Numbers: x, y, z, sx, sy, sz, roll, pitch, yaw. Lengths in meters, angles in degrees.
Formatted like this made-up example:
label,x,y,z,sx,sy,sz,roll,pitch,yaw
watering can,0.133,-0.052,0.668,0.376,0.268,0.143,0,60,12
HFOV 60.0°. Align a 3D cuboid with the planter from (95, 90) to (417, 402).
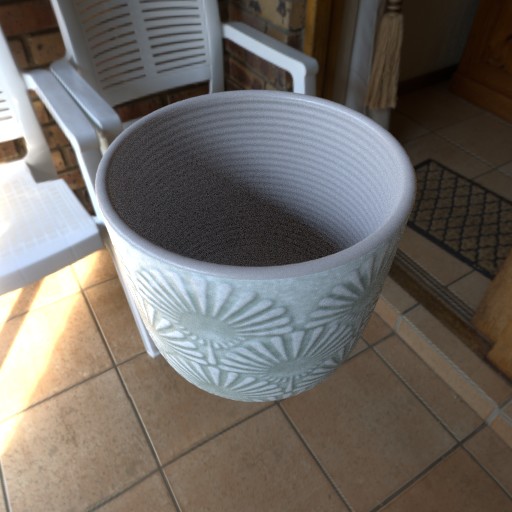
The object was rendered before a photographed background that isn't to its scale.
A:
label,x,y,z,sx,sy,sz,roll,pitch,yaw
planter,0.000,0.000,0.214,0.124,0.109,0.124,0,46,0
